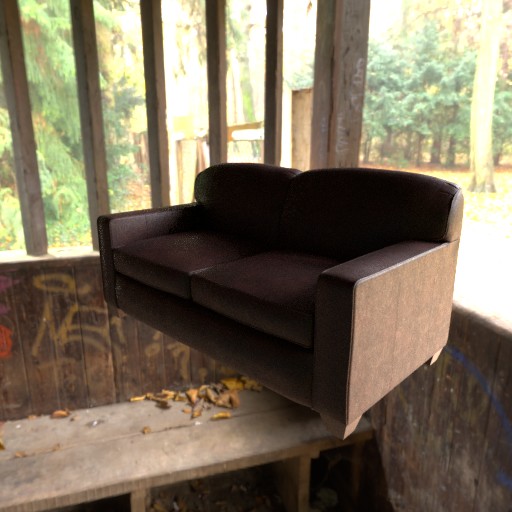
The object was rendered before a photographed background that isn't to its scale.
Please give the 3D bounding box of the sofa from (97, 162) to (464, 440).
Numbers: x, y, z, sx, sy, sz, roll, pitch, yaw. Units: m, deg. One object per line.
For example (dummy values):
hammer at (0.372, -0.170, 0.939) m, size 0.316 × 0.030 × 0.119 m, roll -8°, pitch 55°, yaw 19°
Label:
sofa at (0.000, 0.000, 2.461) m, size 1.856 × 0.966 × 1.000 m, roll 14°, pitch 21°, yaw 42°
